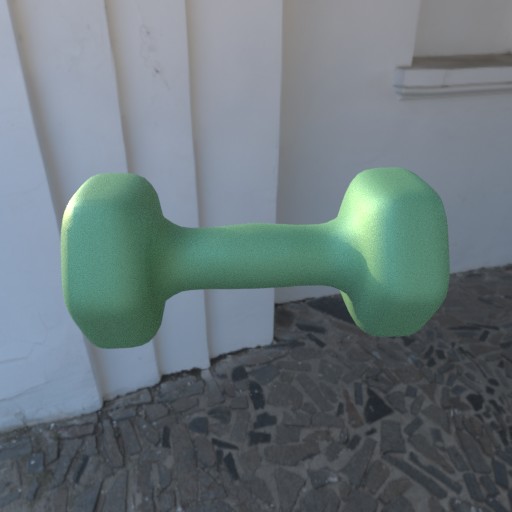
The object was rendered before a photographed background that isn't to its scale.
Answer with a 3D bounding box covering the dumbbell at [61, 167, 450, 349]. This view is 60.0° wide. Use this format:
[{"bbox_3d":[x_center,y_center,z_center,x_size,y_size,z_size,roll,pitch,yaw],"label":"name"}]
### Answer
[{"bbox_3d":[0.000,0.000,0.327,0.260,0.117,0.129,-1,28,-3],"label":"dumbbell"}]
